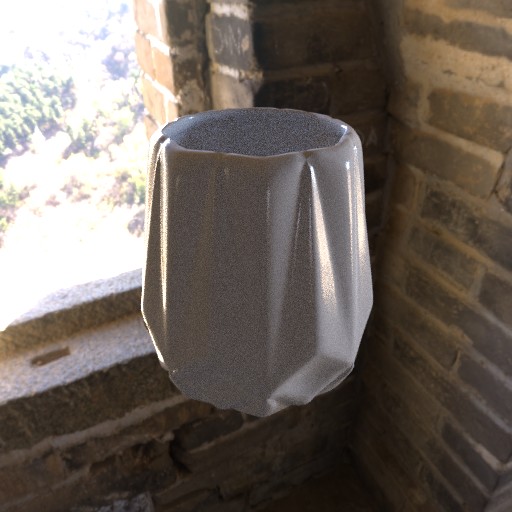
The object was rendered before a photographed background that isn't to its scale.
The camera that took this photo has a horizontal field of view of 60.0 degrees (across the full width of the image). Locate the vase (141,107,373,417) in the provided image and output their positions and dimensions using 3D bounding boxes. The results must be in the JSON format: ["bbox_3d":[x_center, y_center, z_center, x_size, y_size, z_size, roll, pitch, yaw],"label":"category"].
[{"bbox_3d":[0.000,0.000,0.263,0.141,0.152,0.141,0,30,0],"label":"vase"}]
